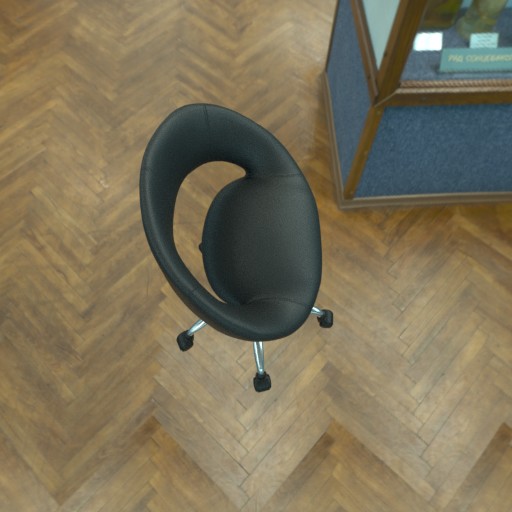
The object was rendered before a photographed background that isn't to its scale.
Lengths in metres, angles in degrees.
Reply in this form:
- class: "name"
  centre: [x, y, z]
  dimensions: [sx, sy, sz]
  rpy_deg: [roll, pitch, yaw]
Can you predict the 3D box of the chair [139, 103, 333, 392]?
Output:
- class: "chair"
  centre: [0.000, 0.000, 1.228]
  dimensions: [0.538, 0.791, 0.612]
  rpy_deg: [0, 64, 0]
